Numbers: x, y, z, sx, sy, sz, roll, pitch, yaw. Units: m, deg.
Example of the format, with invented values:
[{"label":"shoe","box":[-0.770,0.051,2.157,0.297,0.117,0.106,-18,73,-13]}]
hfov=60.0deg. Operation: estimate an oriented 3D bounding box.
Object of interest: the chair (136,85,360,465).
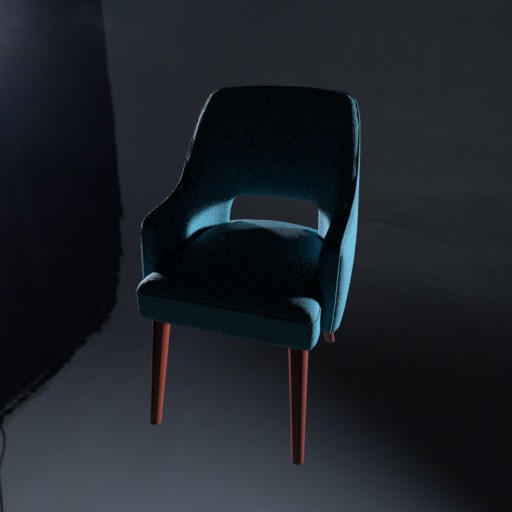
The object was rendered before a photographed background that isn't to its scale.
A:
[{"label":"chair","box":[0.000,0.000,1.260,0.548,0.849,0.605,8,28,16]}]
